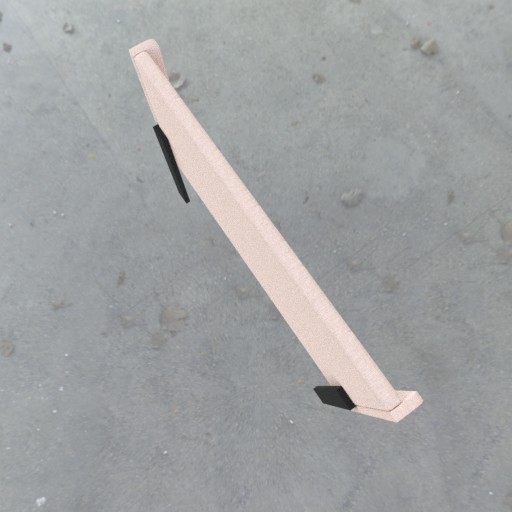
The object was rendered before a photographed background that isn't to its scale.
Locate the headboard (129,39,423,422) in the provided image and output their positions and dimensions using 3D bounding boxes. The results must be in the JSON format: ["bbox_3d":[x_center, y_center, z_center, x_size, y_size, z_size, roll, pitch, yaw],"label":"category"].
[{"bbox_3d":[0.000,0.000,2.645,0.184,1.524,2.051,-33,76,-9],"label":"headboard"}]
